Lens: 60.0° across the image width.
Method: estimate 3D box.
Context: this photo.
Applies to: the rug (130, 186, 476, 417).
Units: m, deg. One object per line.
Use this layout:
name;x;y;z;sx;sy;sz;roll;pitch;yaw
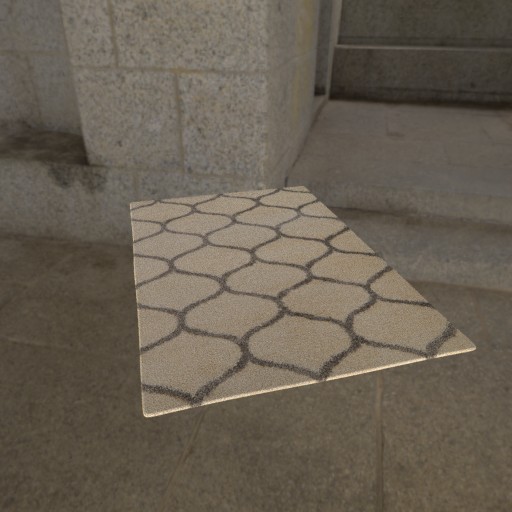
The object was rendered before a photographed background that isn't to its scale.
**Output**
rug;0.000;0.000;3.373;1.801;0.026;2.701;-7;30;-13
